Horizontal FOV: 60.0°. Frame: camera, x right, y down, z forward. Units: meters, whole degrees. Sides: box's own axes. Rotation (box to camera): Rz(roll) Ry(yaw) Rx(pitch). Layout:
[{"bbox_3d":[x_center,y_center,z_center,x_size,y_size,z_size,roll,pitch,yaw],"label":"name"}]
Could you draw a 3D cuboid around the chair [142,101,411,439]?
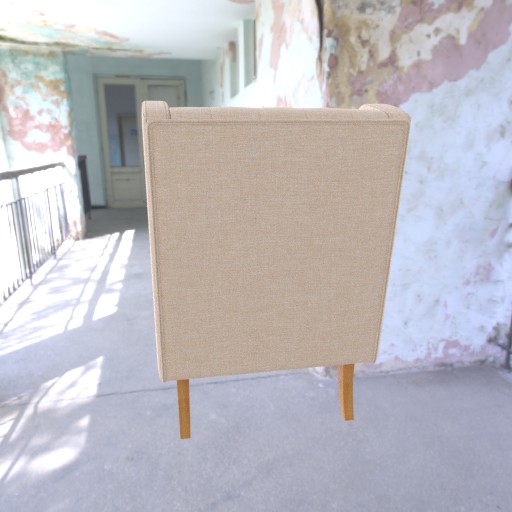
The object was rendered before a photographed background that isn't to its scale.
[{"bbox_3d":[0.000,0.000,1.459,0.710,0.930,0.760,-3,15,-10],"label":"chair"}]
